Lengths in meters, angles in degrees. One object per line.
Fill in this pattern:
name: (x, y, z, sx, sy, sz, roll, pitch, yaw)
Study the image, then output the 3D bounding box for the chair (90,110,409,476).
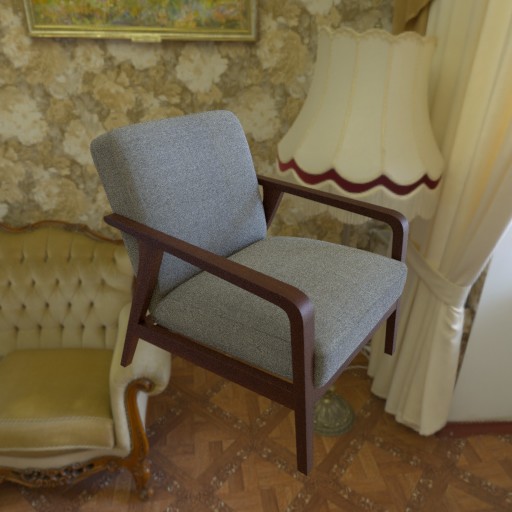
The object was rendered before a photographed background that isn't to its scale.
chair: (0.000, 0.000, 1.488, 0.858, 0.847, 0.704, 17, 31, 32)
